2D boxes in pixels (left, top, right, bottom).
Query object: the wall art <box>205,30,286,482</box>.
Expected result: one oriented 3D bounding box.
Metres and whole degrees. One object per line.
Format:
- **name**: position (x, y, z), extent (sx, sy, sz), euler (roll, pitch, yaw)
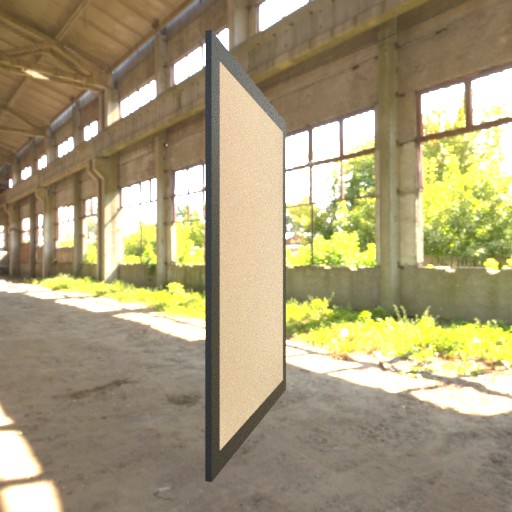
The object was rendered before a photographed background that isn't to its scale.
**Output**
- **wall art**: position (0.000, 0.000, 0.701), extent (0.008, 0.530, 0.379), euler (0, 0, 17)
